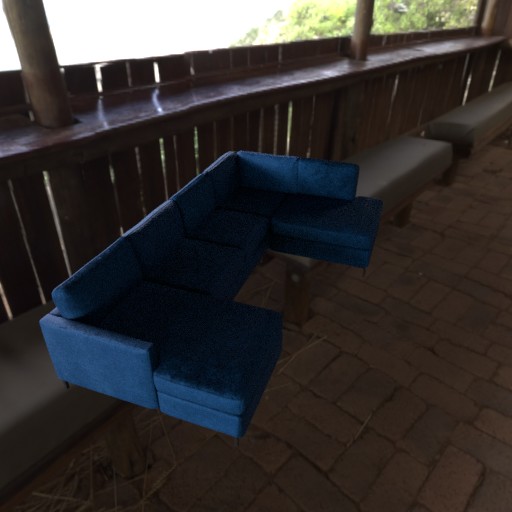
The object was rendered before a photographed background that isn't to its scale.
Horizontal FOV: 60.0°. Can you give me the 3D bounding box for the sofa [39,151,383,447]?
[{"bbox_3d":[0.000,0.000,4.325,2.055,0.992,3.434,11,33,17],"label":"sofa"}]
